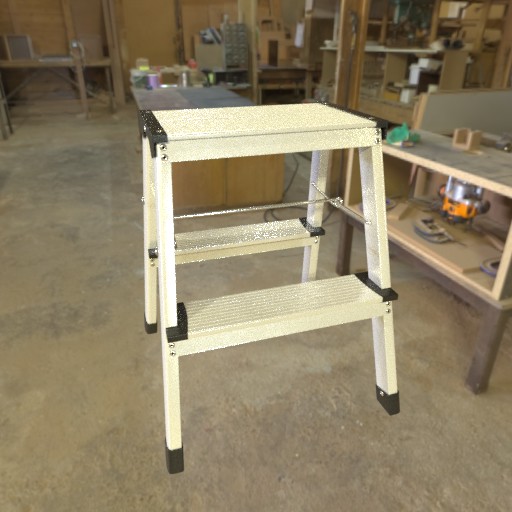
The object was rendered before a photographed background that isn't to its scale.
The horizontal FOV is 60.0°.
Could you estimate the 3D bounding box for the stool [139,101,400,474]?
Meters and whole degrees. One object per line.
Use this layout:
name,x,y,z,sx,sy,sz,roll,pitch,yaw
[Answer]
stool,0.000,0.000,0.779,0.404,0.480,0.405,-8,28,-16
